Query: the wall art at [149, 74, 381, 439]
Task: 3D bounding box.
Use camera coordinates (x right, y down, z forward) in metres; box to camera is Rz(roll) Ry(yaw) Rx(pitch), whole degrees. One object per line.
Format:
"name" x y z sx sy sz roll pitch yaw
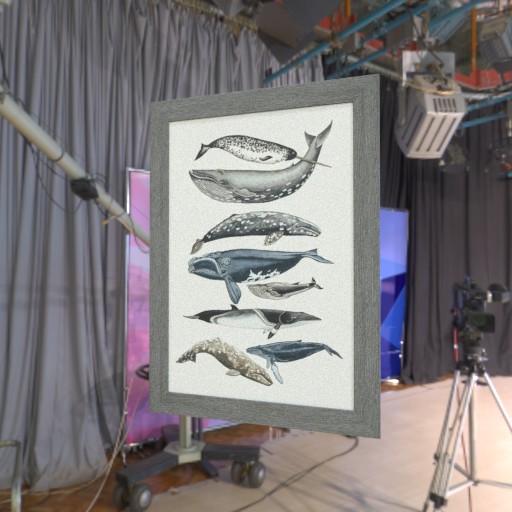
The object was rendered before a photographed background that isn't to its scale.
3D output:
"wall art" 0.000 0.000 1.425 0.768 1.070 0.020 0 -1 18
